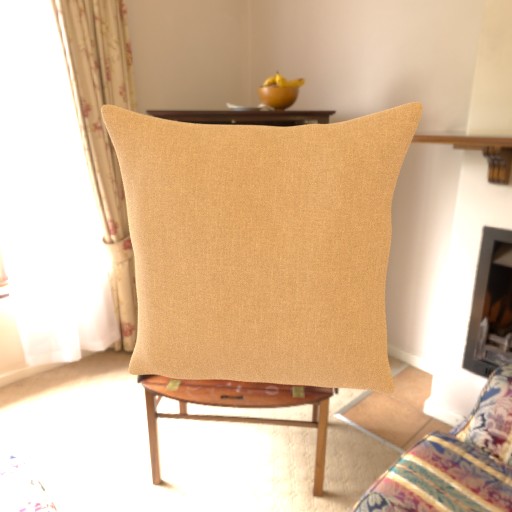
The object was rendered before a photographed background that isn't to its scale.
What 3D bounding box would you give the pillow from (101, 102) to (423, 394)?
[{"bbox_3d":[0.000,0.000,0.662,0.436,0.432,0.138,2,17,7],"label":"pillow"}]
